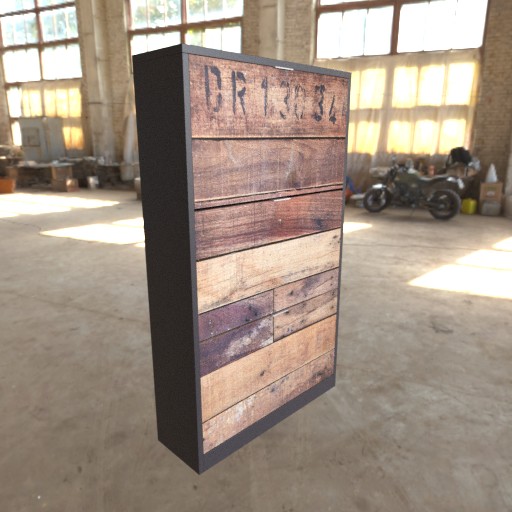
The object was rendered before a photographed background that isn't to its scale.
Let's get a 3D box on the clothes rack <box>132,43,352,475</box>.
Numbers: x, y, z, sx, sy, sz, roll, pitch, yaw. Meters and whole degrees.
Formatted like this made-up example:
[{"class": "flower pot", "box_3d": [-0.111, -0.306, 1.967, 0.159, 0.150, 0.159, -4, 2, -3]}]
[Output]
[{"class": "clothes rack", "box_3d": [0.000, 0.000, 1.599, 0.750, 1.280, 0.250, -15, 21, -43]}]
